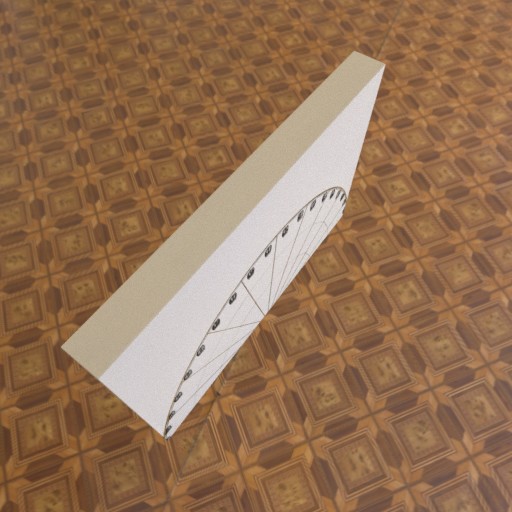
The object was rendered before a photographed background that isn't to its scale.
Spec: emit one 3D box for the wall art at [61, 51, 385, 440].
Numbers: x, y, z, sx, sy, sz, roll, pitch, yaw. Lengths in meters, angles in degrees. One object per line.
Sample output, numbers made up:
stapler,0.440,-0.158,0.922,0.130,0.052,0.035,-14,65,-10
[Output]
wall art,0.000,0.000,0.472,0.039,0.254,0.384,33,65,18
